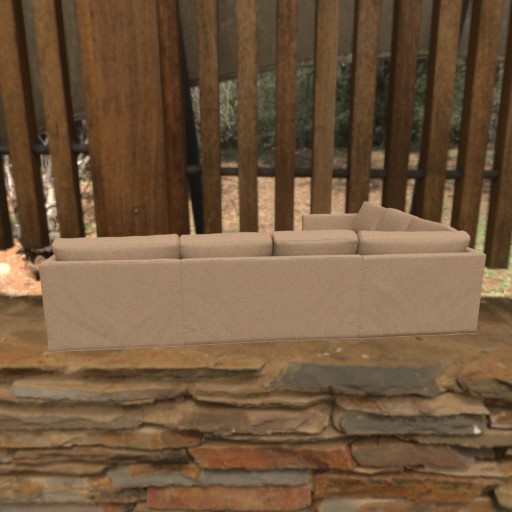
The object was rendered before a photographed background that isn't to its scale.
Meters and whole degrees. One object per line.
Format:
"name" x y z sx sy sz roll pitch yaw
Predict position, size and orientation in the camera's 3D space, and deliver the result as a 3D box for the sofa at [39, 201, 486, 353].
"sofa" 0.000 0.000 4.578 3.460 0.882 2.427 -1 13 -6
